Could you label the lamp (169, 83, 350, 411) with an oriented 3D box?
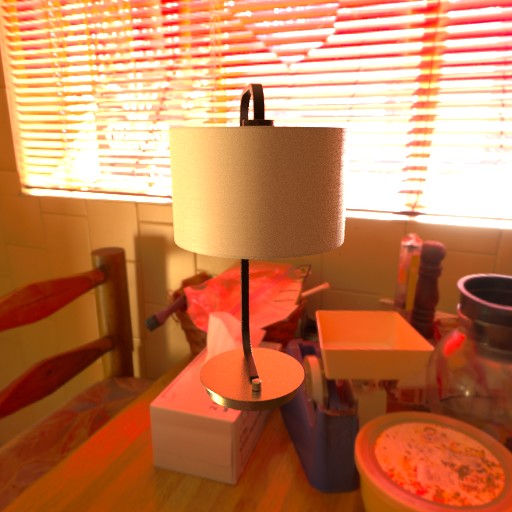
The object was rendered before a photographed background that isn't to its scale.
[{"bbox_3d":[0.000,0.000,0.646,0.230,0.473,0.288,-2,15,-8],"label":"lamp"}]
